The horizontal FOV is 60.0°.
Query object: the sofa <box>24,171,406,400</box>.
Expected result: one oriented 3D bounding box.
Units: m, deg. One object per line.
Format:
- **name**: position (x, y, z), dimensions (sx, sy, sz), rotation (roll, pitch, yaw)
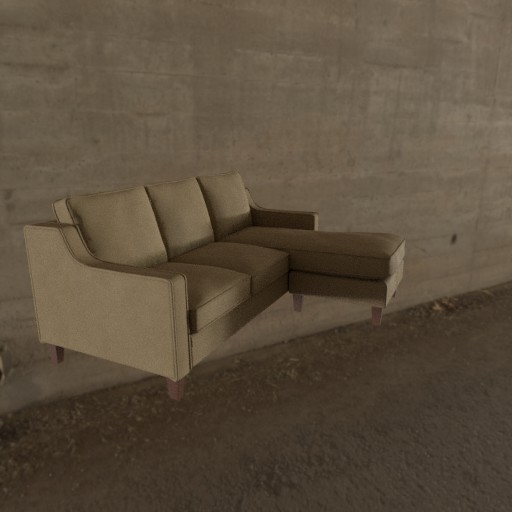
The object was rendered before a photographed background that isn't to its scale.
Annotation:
- **sofa**: position (0.000, 0.000, 3.245), dimensions (1.858, 1.066, 2.317), rotation (7, 16, 25)
